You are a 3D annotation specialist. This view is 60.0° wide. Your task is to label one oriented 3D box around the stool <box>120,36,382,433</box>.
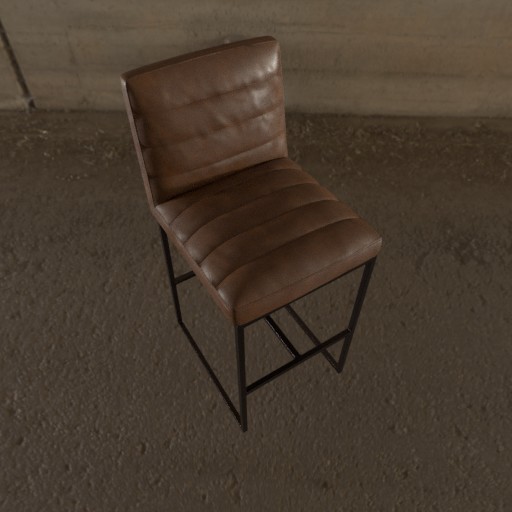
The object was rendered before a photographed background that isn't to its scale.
[{"bbox_3d":[0.000,0.000,1.366,0.463,1.065,0.562,-25,53,-21],"label":"stool"}]
